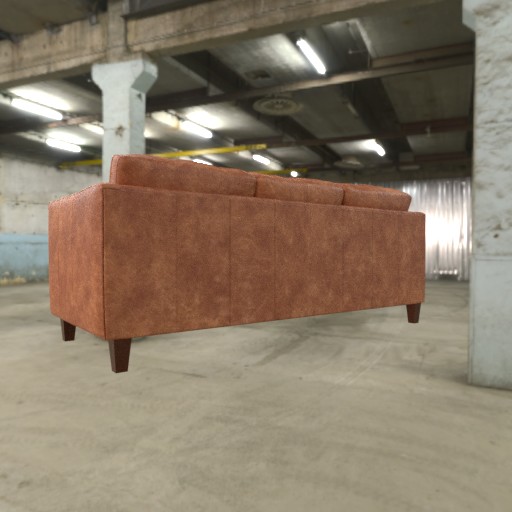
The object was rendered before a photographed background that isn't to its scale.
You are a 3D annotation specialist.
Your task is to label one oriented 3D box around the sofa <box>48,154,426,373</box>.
[{"bbox_3d":[0.000,0.000,3.018,2.464,1.006,1.045,0,1,-37],"label":"sofa"}]
